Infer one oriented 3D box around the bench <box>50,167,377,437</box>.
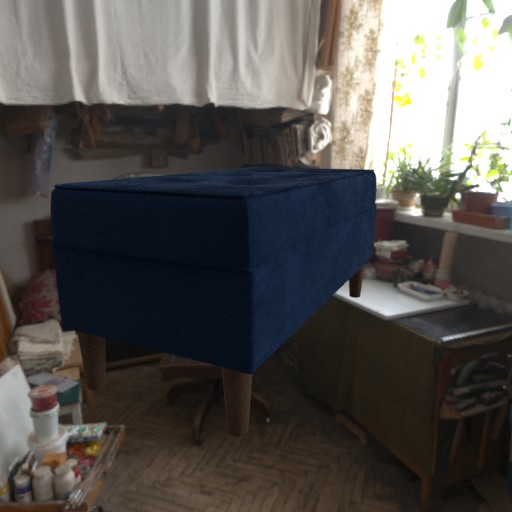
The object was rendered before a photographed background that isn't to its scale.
[{"bbox_3d":[0.000,0.000,1.294,0.489,0.467,1.010,7,15,26],"label":"bench"}]
